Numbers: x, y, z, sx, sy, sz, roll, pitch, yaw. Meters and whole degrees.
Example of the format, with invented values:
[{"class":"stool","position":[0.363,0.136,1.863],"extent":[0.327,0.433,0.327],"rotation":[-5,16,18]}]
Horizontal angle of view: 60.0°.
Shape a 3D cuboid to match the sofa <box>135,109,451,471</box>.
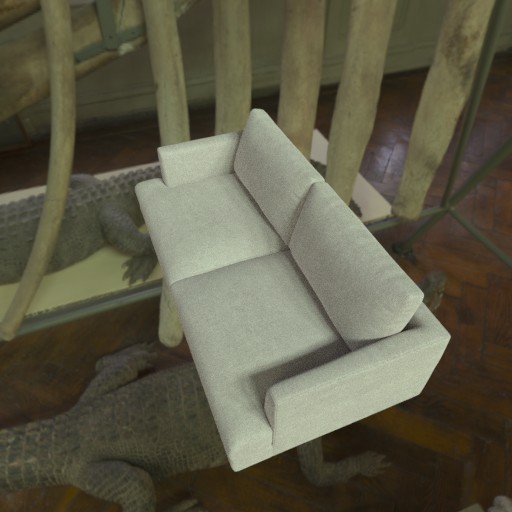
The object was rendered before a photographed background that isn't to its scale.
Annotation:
[{"class":"sofa","position":[0.000,0.000,2.518],"extent":[1.020,0.868,1.948],"rotation":[-16,47,-15]}]
